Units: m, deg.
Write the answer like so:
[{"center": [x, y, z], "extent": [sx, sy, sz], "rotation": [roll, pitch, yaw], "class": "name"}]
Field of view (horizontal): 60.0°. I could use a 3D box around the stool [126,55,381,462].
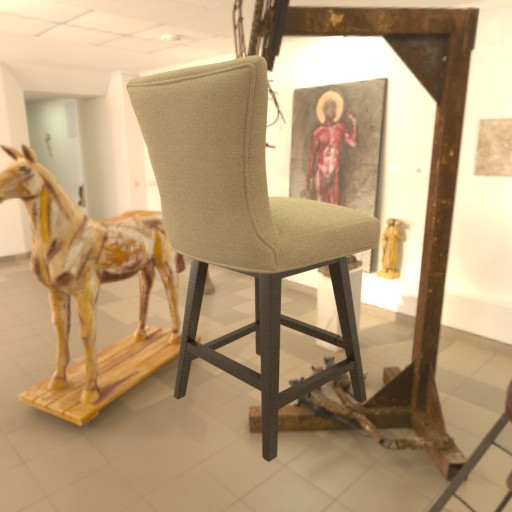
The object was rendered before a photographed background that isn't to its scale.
[{"center": [0.000, 0.000, 1.326], "extent": [0.574, 1.000, 0.514], "rotation": [-14, 20, -43], "class": "stool"}]
